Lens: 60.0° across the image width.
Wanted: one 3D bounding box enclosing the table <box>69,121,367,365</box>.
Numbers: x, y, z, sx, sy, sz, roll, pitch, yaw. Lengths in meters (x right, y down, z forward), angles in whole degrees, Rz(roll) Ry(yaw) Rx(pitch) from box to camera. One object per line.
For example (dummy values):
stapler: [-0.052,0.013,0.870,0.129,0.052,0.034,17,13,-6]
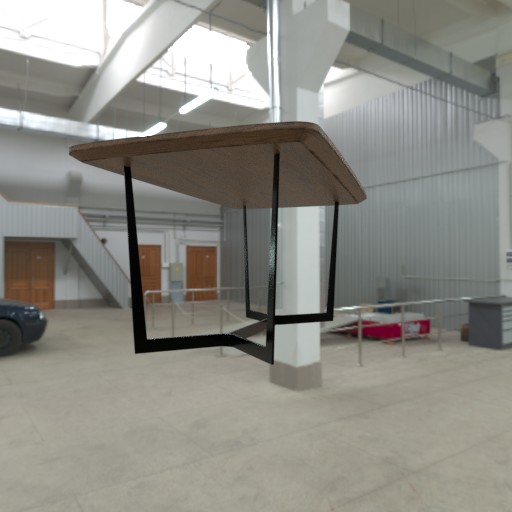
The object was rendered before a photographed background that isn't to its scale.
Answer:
table: [0.000,0.000,2.186,0.949,0.765,1.643,0,-1,19]
